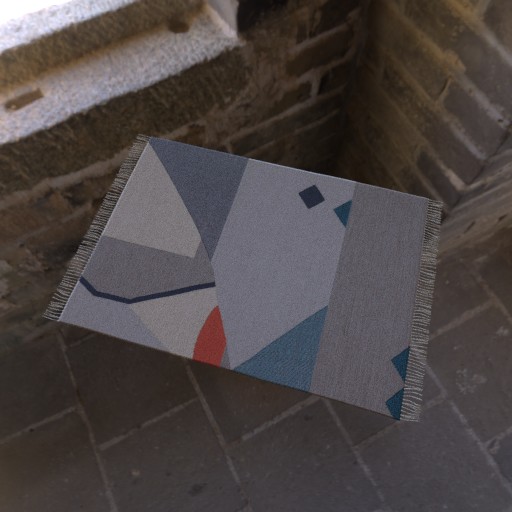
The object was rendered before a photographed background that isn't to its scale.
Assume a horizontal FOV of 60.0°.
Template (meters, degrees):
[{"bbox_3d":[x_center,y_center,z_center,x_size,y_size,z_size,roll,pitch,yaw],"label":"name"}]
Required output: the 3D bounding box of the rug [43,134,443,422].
[{"bbox_3d":[0.000,0.000,2.315,1.828,0.005,1.220,14,64,7],"label":"rug"}]
